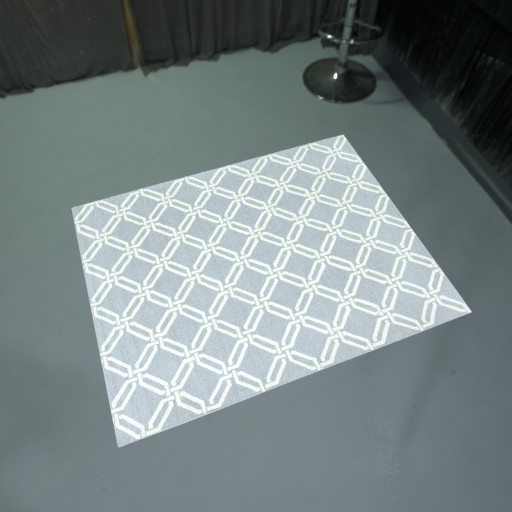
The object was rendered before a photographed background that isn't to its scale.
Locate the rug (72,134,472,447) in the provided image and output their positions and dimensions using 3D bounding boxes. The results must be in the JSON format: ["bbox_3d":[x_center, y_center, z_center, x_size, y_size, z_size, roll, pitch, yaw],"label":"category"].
[{"bbox_3d":[0.000,0.000,3.920,2.895,0.018,2.288,-18,58,-11],"label":"rug"}]
